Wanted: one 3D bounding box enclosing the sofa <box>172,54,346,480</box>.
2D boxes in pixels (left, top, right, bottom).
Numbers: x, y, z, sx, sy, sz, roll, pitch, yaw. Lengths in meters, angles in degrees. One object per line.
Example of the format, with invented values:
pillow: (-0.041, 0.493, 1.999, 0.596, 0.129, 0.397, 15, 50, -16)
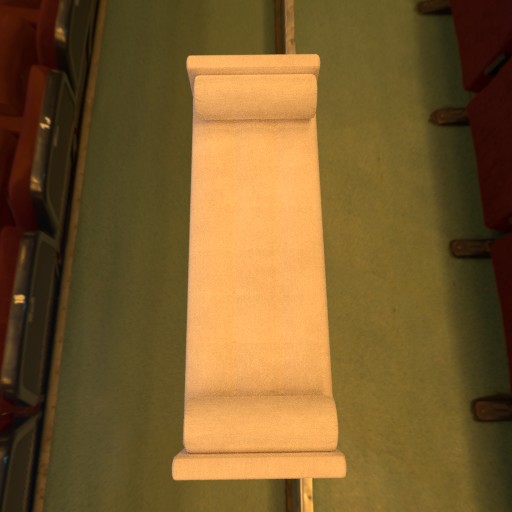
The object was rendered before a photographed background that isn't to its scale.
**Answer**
sofa: (0.000, 0.000, 2.280, 0.686, 0.635, 1.981, -1, 74, 0)
